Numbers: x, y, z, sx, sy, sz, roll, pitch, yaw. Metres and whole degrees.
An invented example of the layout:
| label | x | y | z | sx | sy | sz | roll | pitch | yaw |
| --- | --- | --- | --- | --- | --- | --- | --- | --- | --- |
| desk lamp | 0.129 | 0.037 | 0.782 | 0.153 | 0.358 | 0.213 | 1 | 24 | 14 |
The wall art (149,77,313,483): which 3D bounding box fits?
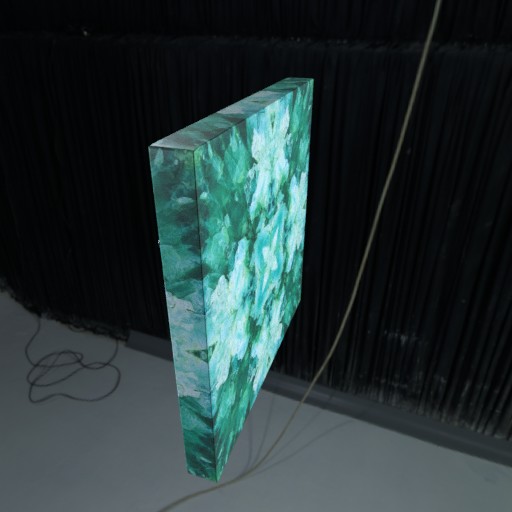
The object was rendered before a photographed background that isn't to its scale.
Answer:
| label | x | y | z | sx | sy | sz | roll | pitch | yaw |
| --- | --- | --- | --- | --- | --- | --- | --- | --- | --- |
| wall art | 0.000 | 0.000 | 0.467 | 0.033 | 0.313 | 0.313 | 10 | 31 | 17 |
